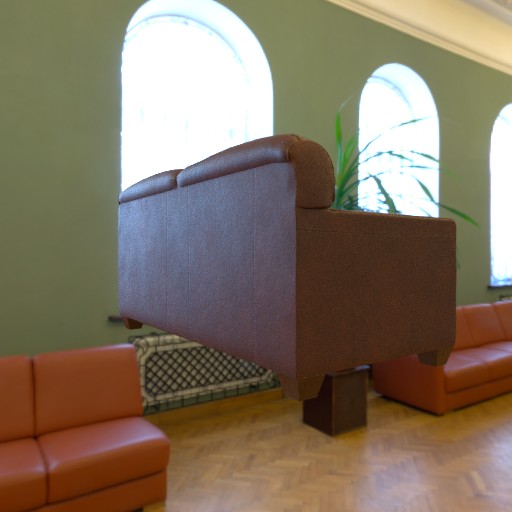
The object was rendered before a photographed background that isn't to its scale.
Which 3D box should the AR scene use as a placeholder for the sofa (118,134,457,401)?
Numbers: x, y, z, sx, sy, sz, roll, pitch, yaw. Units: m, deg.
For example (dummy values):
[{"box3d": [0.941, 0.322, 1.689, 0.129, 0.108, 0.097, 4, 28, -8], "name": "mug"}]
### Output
[{"box3d": [0.000, 0.000, 2.477, 1.000, 0.966, 1.856, 0, 1, -35], "name": "sofa"}]
